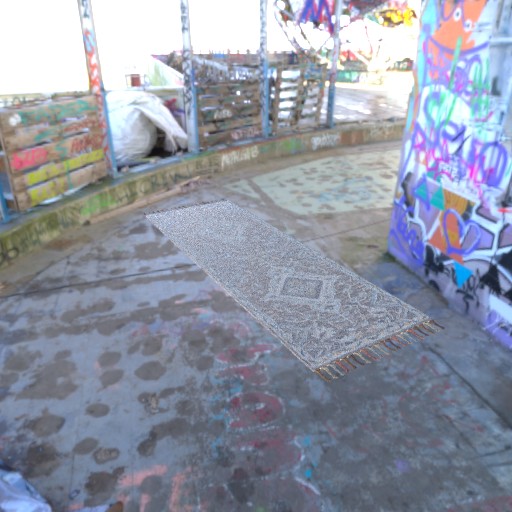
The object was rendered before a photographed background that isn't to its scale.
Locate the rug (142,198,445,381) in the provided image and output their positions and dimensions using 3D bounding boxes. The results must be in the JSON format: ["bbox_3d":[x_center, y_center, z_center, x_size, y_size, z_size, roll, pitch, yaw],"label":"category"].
[{"bbox_3d":[0.000,0.000,2.808,1.324,0.018,2.378,-7,26,-14],"label":"rug"}]
